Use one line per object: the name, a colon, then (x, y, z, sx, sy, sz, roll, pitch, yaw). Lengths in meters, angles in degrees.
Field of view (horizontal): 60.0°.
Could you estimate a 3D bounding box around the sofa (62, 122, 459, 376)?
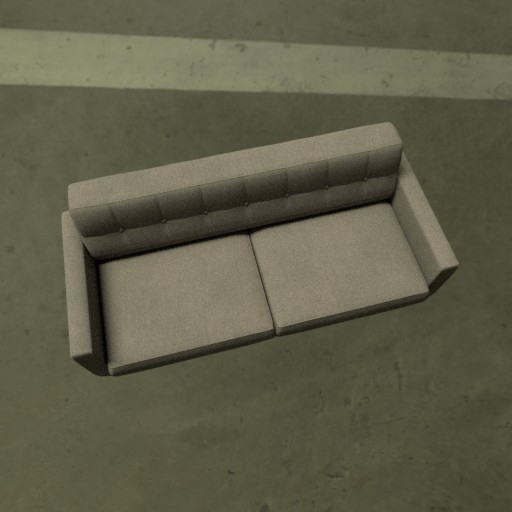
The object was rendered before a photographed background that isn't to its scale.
sofa: (0.000, 0.000, 2.532, 2.029, 0.841, 0.909, -13, 64, -6)
